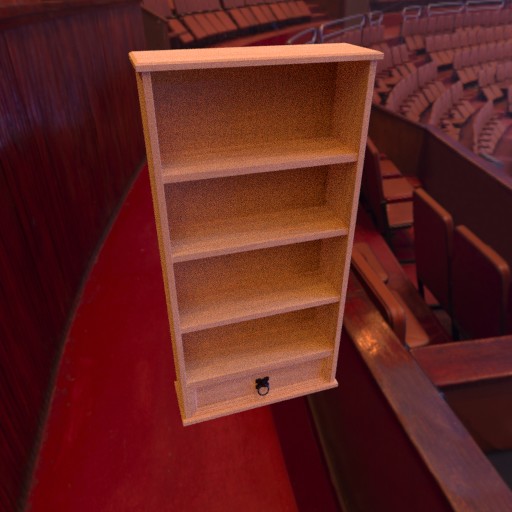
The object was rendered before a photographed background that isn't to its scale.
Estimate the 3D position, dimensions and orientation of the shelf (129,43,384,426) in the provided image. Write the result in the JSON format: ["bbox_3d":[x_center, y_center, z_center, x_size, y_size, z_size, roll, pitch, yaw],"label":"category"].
[{"bbox_3d":[0.000,0.000,1.221,0.520,1.030,0.175,-10,33,-15],"label":"shelf"}]
